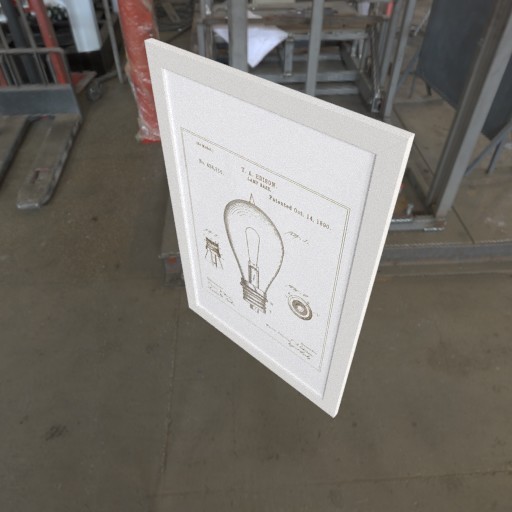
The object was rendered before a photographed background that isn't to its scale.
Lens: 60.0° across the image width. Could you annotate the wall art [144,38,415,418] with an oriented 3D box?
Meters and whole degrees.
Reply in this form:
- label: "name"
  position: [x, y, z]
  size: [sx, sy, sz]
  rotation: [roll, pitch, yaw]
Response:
- label: "wall art"
  position: [0.000, 0.000, 0.589]
  size: [0.325, 0.474, 0.010]
  rotation: [32, 53, 28]
